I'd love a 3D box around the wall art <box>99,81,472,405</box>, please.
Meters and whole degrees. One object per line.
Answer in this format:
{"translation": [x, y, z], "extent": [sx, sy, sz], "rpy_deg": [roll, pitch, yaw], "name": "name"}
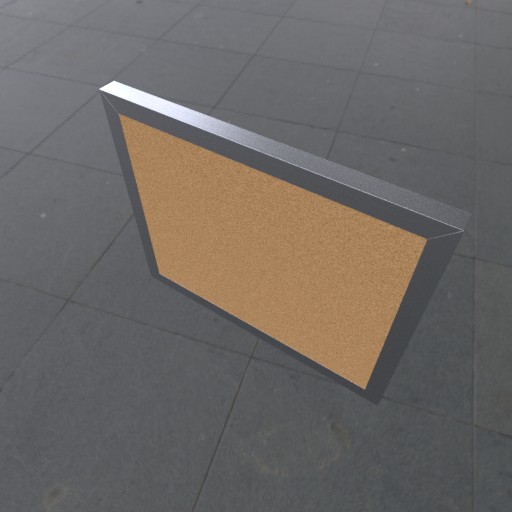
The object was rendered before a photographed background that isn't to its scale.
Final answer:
{"translation": [0.000, 0.000, 0.758], "extent": [0.557, 0.456, 0.032], "rpy_deg": [26, 53, 22], "name": "wall art"}
